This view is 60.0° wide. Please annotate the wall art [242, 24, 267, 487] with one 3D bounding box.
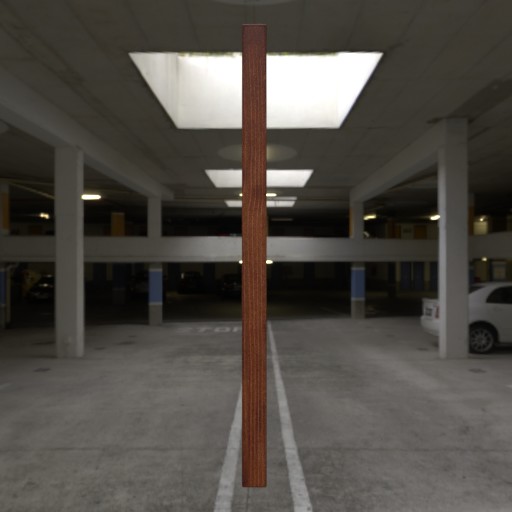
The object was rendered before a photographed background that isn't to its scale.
[{"bbox_3d":[0.000,0.000,0.763,0.030,0.558,0.462,0,0,1],"label":"wall art"}]
